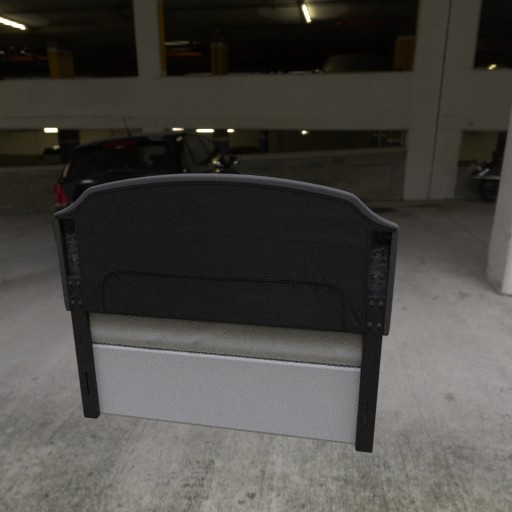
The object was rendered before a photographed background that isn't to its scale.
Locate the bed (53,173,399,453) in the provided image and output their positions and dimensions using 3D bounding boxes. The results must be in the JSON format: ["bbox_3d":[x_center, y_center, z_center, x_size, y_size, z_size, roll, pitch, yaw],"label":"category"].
[{"bbox_3d":[0.000,0.000,2.951,1.558,1.270,1.999,3,16,10],"label":"bed"}]
